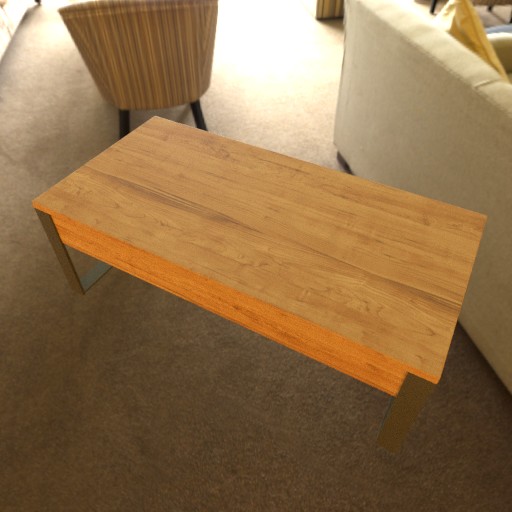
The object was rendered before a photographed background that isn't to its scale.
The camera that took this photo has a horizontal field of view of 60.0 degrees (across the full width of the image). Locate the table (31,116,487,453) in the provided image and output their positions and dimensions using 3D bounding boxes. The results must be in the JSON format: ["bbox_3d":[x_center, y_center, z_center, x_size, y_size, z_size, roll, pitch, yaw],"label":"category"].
[{"bbox_3d":[0.000,0.000,1.422,1.180,0.400,0.590,22,49,20],"label":"table"}]
